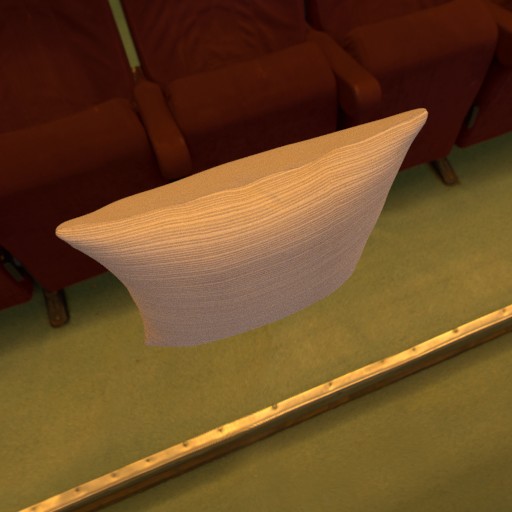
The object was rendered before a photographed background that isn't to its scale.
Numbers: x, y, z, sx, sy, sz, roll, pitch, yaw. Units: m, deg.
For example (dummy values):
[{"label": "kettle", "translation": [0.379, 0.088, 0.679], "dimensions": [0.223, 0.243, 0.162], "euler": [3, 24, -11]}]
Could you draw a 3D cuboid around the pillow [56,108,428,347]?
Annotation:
[{"label": "pillow", "translation": [0.000, 0.000, 0.779], "dimensions": [0.512, 0.497, 0.204], "euler": [-20, 65, -10]}]
